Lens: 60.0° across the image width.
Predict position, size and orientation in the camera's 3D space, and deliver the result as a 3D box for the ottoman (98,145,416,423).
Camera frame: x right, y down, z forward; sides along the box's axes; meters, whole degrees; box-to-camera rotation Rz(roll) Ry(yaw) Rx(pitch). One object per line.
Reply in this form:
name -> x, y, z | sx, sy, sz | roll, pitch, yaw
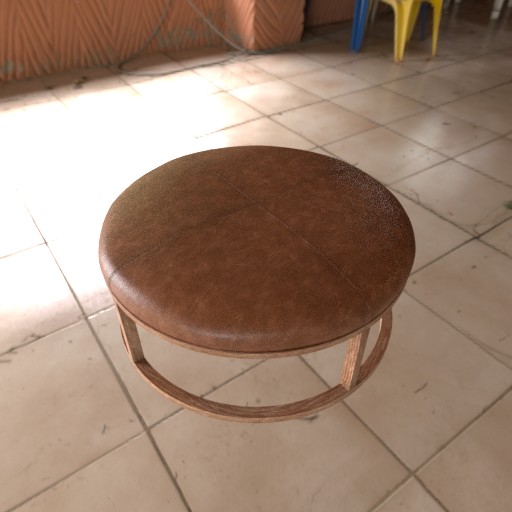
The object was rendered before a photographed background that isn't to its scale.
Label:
ottoman -> 0.000, 0.000, 1.536 | 1.006, 0.445, 1.006 | 0, 40, 0
